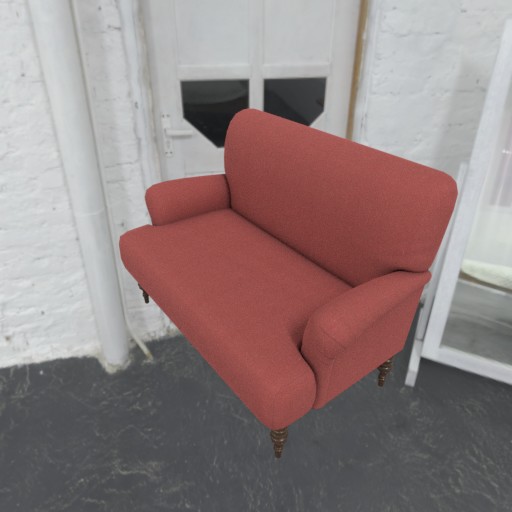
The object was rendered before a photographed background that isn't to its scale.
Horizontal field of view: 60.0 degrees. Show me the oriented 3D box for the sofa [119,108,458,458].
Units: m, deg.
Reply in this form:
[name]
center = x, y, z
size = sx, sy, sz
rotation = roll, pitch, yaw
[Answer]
[sofa]
center = 0.000, 0.000, 1.838
size = 0.779, 0.889, 1.297
rotation = -21, 38, -30
